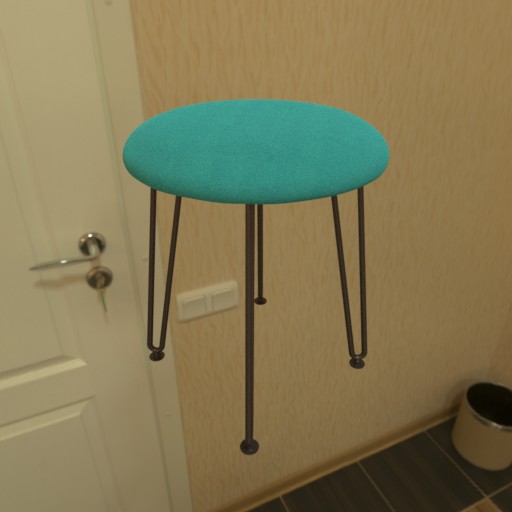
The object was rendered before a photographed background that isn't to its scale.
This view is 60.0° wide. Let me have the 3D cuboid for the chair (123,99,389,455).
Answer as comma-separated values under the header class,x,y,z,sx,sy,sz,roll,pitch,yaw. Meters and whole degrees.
class,x,y,z,sx,sy,sz,roll,pitch,yaw
chair,0.000,0.000,0.686,0.350,0.430,0.350,20,35,31
